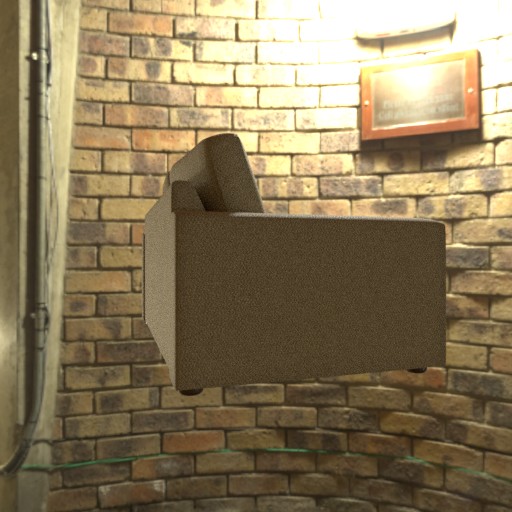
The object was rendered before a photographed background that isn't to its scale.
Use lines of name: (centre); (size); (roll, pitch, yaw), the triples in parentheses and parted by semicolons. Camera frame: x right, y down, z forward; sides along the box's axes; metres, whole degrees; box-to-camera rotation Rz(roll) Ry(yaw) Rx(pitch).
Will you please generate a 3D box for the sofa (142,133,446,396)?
sofa: (0.000, 0.000, 2.219); (1.016, 0.873, 1.616); (0, 0, -18)
